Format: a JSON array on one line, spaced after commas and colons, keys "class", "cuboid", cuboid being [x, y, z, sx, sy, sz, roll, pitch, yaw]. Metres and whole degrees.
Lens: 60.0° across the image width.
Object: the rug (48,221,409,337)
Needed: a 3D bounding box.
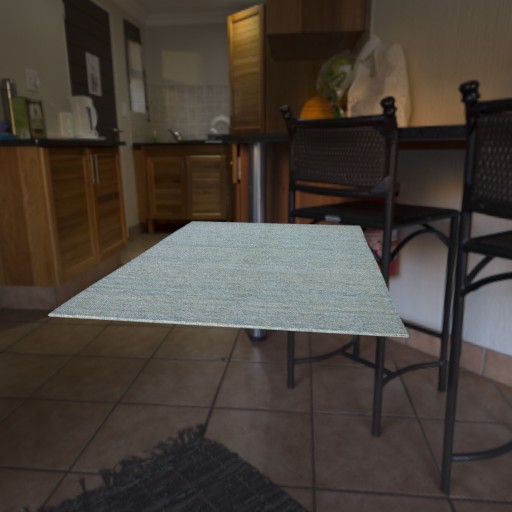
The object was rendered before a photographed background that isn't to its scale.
[{"class": "rug", "cuboid": [0.000, 0.000, 2.946, 1.547, 0.013, 2.283, 2, 15, 8]}]
